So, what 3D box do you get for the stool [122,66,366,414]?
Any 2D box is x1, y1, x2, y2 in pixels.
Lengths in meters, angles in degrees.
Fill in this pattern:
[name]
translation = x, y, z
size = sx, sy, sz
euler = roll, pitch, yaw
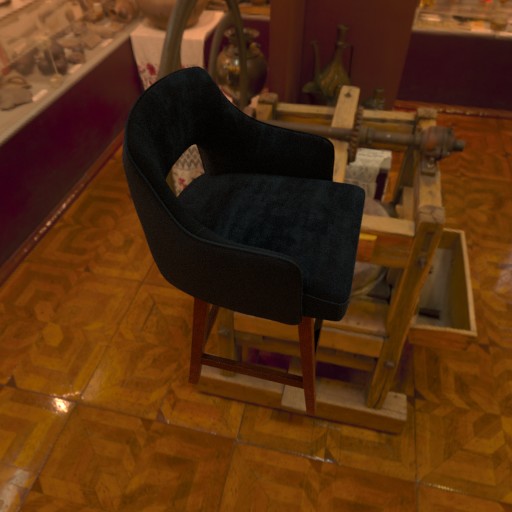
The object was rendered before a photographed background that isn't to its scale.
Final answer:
[stool]
translation = 0.000, 0.000, 1.306
size = 0.560, 0.940, 0.550
euler = 11, 47, 10
